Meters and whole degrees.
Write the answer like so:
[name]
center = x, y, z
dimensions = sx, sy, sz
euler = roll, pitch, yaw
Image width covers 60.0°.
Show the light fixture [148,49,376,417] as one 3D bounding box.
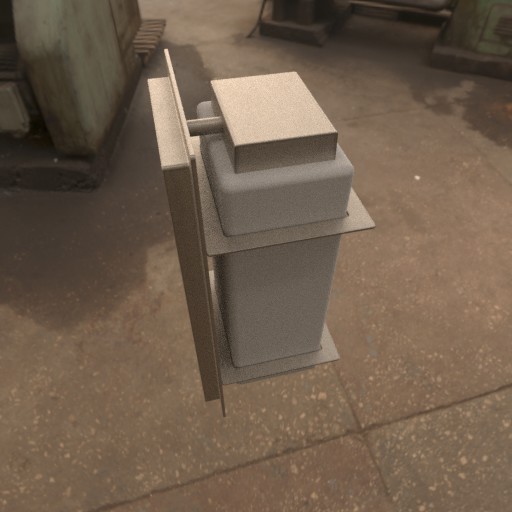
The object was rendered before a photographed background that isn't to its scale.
[light fixture]
center = 0.000, 0.000, 0.475
dimensions = 0.160, 0.380, 0.168
euler = -10, 48, -9
